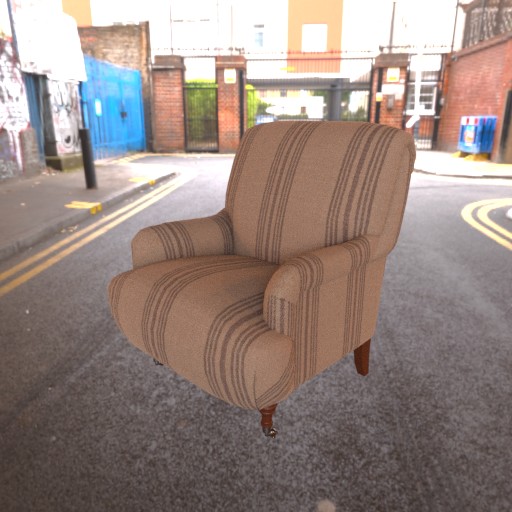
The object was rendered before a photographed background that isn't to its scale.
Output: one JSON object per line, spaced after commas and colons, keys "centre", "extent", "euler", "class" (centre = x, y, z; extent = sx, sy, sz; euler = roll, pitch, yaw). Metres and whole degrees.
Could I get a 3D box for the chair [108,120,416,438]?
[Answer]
{"centre": [0.000, 0.000, 1.614], "extent": [0.813, 0.940, 0.914], "euler": [16, 23, 42], "class": "chair"}
